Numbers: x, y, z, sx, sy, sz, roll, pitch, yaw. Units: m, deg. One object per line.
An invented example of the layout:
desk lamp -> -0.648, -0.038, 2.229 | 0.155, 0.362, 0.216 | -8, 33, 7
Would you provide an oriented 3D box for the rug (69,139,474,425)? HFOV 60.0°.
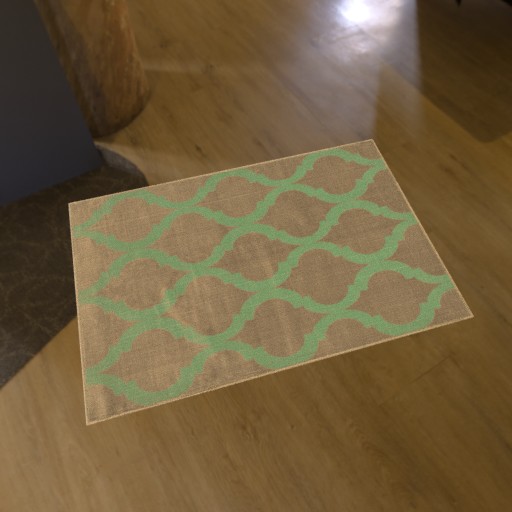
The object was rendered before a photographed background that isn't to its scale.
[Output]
rug -> 0.000, 0.000, 2.874 | 2.286, 0.006, 1.524 | -14, 60, -8
